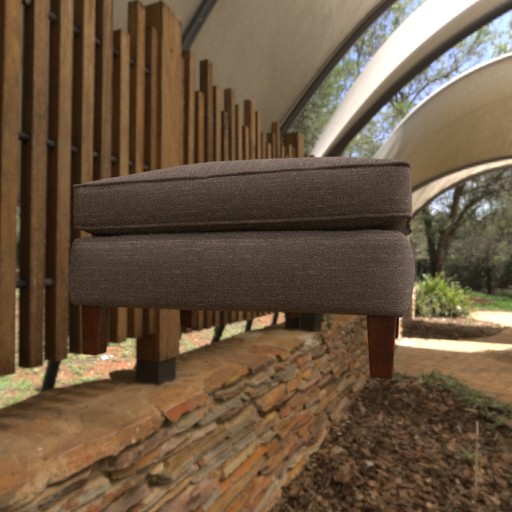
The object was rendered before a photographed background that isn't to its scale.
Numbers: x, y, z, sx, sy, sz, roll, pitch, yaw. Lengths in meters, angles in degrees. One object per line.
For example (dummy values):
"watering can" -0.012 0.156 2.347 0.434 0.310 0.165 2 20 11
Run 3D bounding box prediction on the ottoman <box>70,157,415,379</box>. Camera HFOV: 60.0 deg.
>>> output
"ottoman" 0.000 0.000 1.022 0.686 0.406 0.508 0 -1 19
